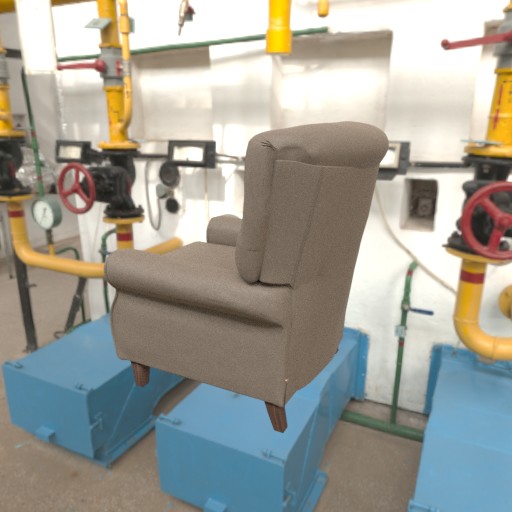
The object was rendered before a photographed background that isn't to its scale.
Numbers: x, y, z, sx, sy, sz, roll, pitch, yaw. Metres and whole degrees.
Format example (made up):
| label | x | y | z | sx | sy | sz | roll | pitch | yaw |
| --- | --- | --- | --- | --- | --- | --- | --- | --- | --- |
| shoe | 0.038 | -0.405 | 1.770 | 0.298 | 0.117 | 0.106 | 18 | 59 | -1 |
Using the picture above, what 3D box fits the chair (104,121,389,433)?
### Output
| label | x | y | z | sx | sy | sz | roll | pitch | yaw |
| --- | --- | --- | --- | --- | --- | --- | --- | --- | --- |
| chair | 0.000 | 0.000 | 1.959 | 1.041 | 1.138 | 0.999 | 8 | 19 | 26 |
